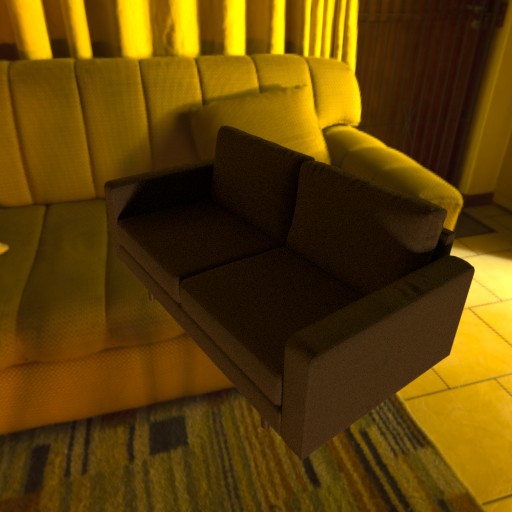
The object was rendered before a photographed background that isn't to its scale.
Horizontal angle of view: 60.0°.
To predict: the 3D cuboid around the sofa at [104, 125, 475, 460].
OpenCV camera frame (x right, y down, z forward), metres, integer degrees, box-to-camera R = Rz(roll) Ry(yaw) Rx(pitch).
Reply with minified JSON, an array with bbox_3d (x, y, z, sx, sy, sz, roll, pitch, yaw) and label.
[{"bbox_3d":[0.000,0.000,2.211,0.889,0.897,1.730,-21,37,-31],"label":"sofa"}]
